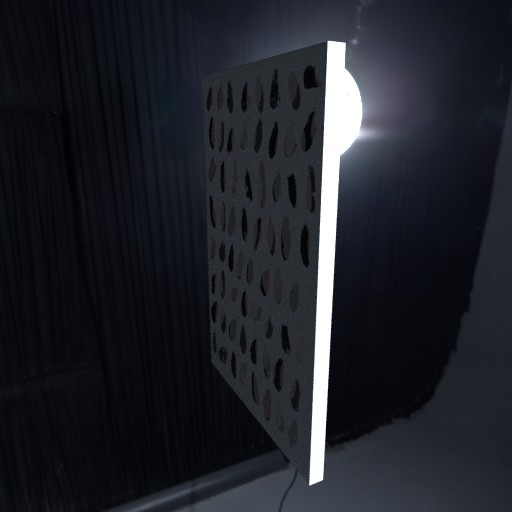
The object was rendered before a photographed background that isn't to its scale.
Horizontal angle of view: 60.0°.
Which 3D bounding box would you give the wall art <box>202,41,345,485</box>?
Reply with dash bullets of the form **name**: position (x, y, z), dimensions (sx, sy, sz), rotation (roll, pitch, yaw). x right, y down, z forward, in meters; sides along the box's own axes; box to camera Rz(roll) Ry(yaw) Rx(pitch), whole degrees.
- **wall art**: position (0.000, 0.000, 0.757), dimensions (0.025, 0.608, 0.405), rotation (-8, 18, -26)
